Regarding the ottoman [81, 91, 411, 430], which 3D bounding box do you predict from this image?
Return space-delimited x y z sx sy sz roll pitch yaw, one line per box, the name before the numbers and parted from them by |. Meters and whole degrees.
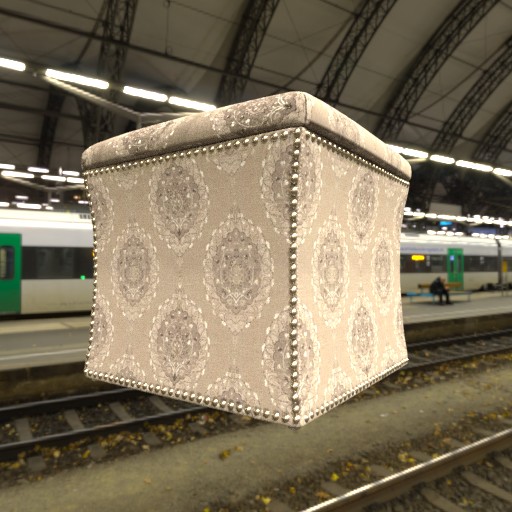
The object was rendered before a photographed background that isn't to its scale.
ottoman | 0.000 0.000 0.895 0.507 0.473 0.497 -1 -2 35
